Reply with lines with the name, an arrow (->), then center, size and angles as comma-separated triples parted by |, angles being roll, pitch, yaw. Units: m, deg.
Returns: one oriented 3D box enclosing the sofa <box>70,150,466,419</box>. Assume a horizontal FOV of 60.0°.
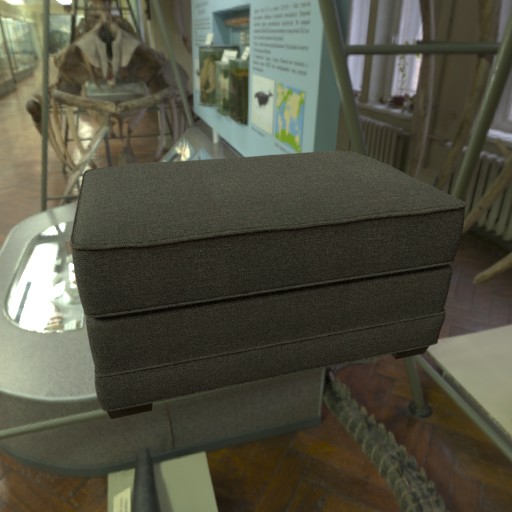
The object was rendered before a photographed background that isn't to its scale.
sofa -> 0.000, 0.000, 1.204 | 0.854, 0.457, 0.578 | -7, 27, -15
